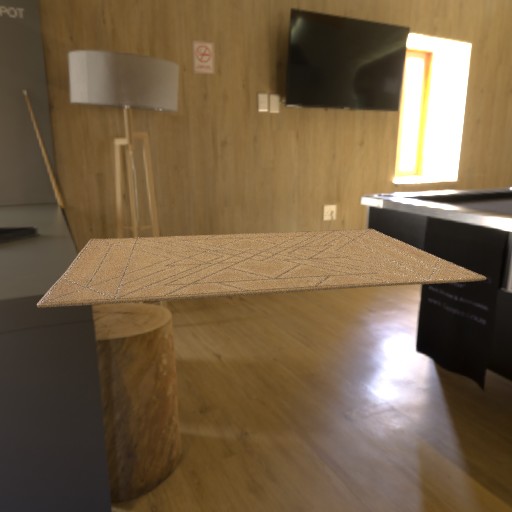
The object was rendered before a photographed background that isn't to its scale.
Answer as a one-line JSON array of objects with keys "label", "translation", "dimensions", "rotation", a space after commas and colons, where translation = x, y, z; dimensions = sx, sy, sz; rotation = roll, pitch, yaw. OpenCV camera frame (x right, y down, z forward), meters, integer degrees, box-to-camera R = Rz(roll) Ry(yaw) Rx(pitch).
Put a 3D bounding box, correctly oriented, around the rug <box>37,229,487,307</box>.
[{"label": "rug", "translation": [0.000, 0.000, 3.104], "dimensions": [2.459, 0.023, 1.575], "rotation": [-3, 14, -10]}]
